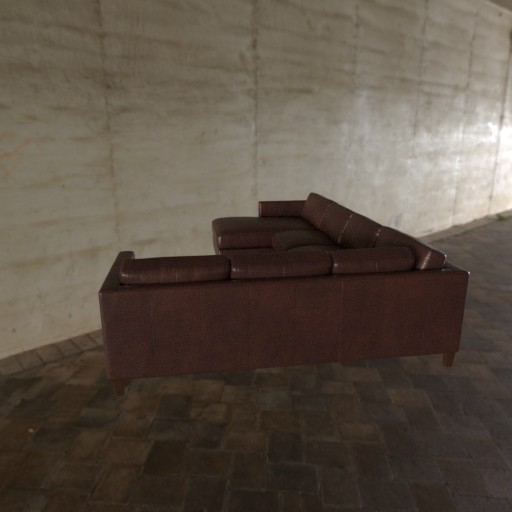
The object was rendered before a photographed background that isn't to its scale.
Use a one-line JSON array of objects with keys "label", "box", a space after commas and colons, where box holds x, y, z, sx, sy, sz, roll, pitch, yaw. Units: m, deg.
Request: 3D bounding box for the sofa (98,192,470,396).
[{"label": "sofa", "box": [0.000, 0.000, 4.493, 2.452, 0.891, 3.324, -2, 16, -9]}]
